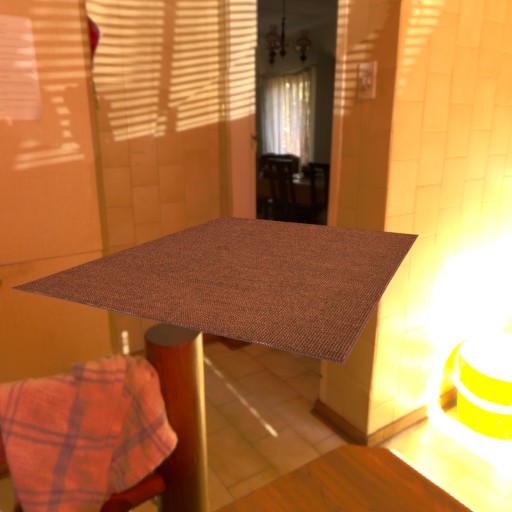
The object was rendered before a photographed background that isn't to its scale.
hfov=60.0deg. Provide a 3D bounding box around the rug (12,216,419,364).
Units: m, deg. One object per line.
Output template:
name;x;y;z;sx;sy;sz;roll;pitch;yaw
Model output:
rug;0.000;0.000;4.016;2.456;0.021;3.068;8;18;25
